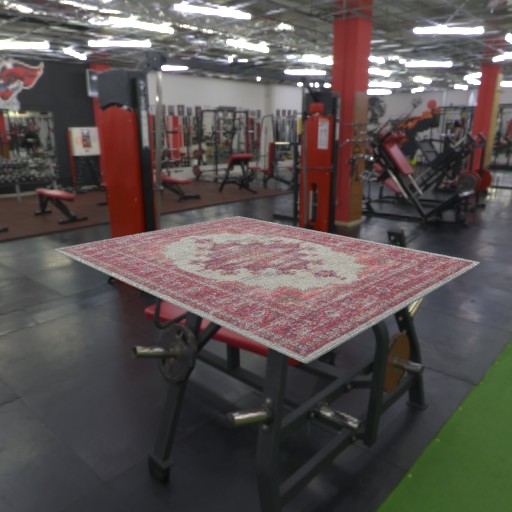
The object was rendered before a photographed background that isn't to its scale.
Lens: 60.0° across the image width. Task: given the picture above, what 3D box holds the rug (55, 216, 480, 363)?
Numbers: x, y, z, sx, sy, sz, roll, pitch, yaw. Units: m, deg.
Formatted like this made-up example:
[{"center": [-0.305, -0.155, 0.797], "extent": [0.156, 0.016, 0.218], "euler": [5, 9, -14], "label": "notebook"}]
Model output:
[{"center": [0.000, 0.000, 4.101], "extent": [3.123, 0.017, 2.447], "euler": [15, 22, 43], "label": "rug"}]
